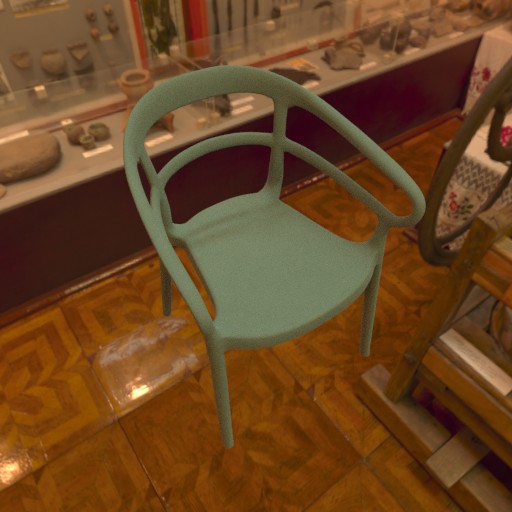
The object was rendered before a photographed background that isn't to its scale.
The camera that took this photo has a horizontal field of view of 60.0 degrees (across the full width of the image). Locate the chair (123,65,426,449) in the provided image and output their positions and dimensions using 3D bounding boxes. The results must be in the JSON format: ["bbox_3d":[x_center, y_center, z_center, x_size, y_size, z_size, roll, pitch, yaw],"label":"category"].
[{"bbox_3d":[0.000,0.000,1.136,0.559,0.761,0.527,-26,52,-22],"label":"chair"}]
